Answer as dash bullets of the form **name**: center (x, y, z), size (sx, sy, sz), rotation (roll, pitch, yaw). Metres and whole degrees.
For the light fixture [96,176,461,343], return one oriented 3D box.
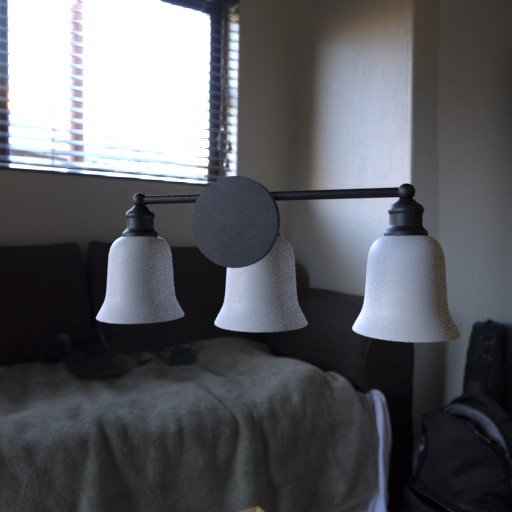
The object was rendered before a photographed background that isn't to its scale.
- **light fixture**: center (0.000, 0.000, 0.663), size (0.570, 0.211, 0.198), rotation (1, 2, 17)
